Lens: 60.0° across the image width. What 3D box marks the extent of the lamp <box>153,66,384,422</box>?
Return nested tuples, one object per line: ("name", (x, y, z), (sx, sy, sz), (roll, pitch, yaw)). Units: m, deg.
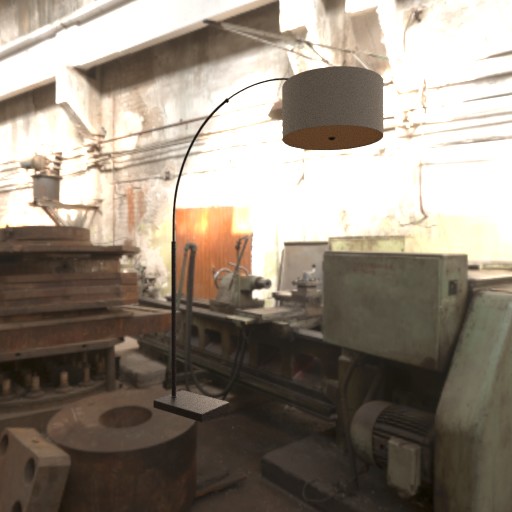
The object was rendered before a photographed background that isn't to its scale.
("lamp", (0.000, 0.000, 2.479), (1.424, 1.927, 0.493), (0, 1, 36))
